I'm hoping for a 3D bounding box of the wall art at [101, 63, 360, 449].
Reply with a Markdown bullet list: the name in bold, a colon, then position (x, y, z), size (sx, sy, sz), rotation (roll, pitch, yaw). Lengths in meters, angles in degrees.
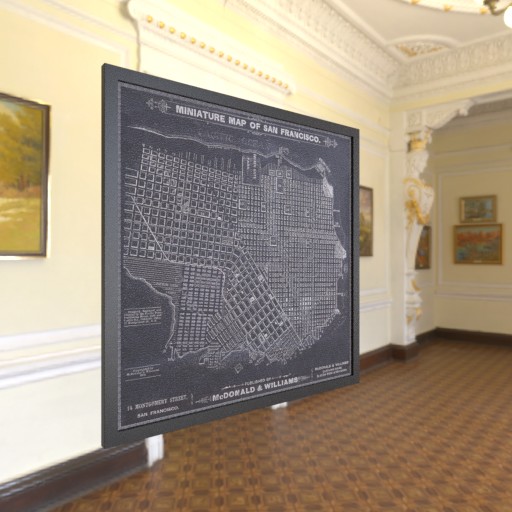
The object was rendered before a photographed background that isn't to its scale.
- **wall art**: position (0.000, 0.000, 1.176), size (0.807, 0.807, 0.022), rotation (0, 0, -37)
